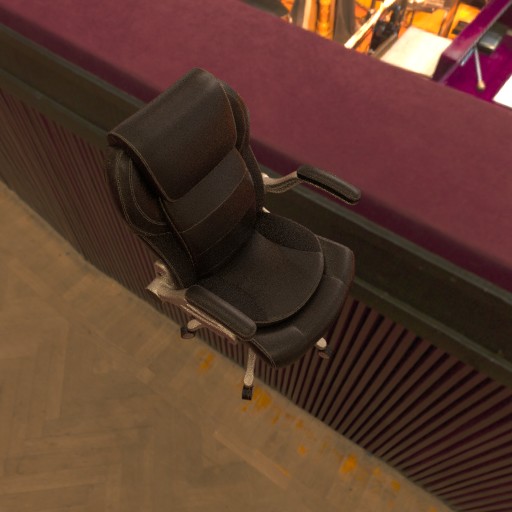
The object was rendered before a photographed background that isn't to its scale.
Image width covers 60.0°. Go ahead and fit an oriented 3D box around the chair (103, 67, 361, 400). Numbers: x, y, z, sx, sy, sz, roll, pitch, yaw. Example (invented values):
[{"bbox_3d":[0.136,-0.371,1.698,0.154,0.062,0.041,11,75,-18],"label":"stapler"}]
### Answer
[{"bbox_3d":[0.000,0.000,1.690,0.801,1.141,0.724,31,62,19],"label":"chair"}]
